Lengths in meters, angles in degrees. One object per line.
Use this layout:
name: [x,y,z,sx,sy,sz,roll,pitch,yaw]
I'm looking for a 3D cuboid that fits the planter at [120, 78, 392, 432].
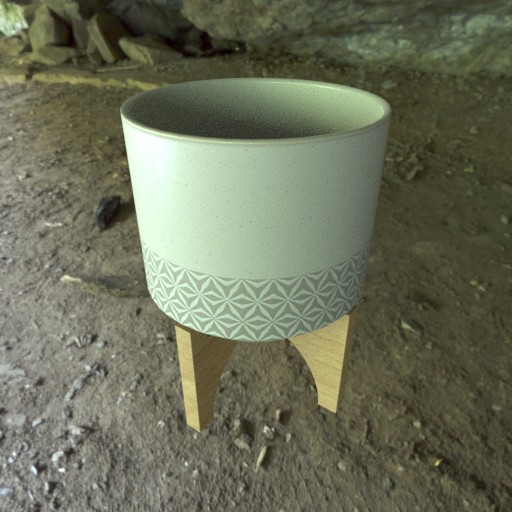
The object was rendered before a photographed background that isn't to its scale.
planter: [0.000,0.000,0.385,0.188,0.260,0.188,0,31,0]
